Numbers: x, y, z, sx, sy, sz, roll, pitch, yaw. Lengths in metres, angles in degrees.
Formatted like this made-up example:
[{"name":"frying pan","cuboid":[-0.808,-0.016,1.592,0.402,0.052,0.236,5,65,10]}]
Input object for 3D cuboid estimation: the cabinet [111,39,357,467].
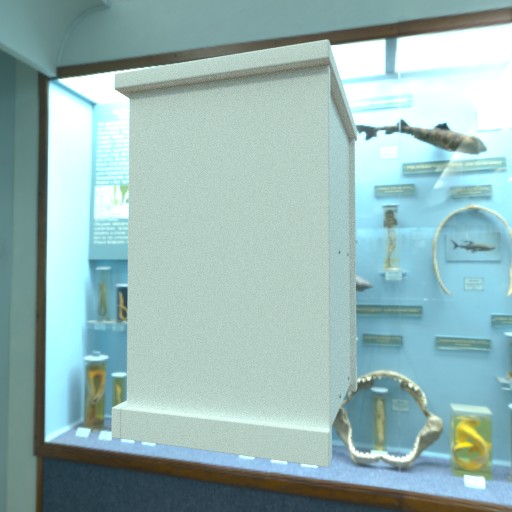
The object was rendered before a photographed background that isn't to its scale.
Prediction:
[{"name":"cabinet","cuboid":[0.000,0.000,1.057,0.431,0.723,0.520,-1,-2,18]}]
